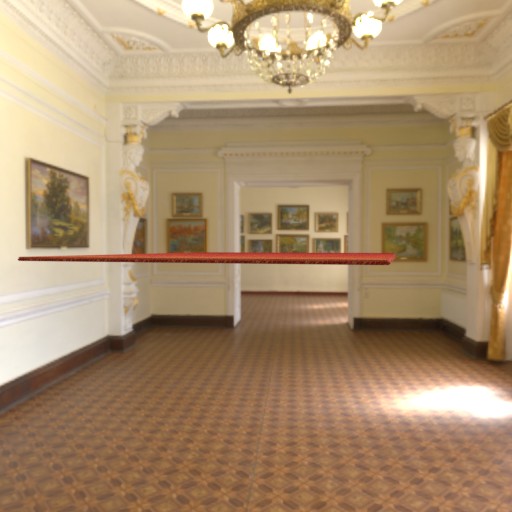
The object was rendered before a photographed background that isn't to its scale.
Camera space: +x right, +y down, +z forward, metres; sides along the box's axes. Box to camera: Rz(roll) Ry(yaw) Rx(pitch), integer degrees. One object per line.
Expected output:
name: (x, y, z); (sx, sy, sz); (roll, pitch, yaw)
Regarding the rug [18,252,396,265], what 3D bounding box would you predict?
rug: (0.000, 0.000, 3.891); (2.340, 0.028, 2.905); (0, 1, 18)
